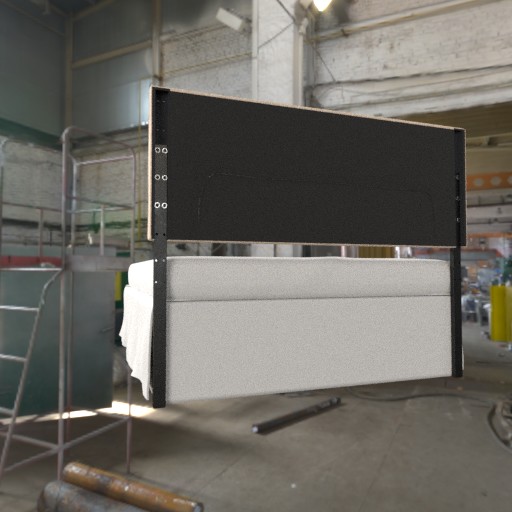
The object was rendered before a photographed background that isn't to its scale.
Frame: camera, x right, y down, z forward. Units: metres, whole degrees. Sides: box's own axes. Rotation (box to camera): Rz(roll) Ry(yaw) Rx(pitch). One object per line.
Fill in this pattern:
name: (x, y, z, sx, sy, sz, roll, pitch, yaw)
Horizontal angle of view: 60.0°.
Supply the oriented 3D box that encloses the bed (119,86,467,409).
bed: (0.000, 0.000, 2.910, 1.643, 1.270, 1.978, 1, -2, -20)
